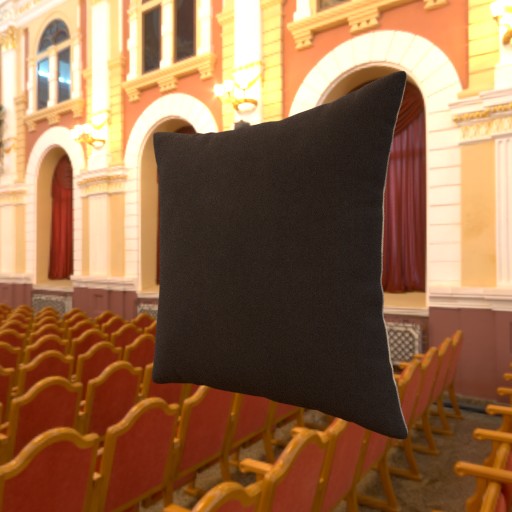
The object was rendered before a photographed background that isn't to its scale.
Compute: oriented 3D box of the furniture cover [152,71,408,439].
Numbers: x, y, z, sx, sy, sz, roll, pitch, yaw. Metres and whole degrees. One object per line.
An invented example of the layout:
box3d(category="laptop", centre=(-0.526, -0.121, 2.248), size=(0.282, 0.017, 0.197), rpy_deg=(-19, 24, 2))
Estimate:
box3d(category="furniture cover", centre=(0.000, 0.000, 0.756), size=(0.511, 0.509, 0.161), rpy_deg=(-1, -1, 35))
